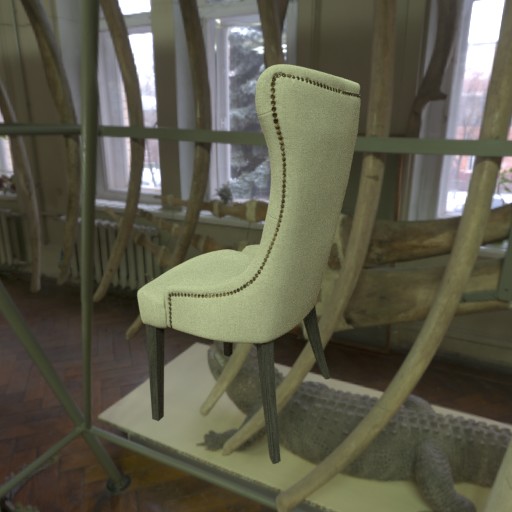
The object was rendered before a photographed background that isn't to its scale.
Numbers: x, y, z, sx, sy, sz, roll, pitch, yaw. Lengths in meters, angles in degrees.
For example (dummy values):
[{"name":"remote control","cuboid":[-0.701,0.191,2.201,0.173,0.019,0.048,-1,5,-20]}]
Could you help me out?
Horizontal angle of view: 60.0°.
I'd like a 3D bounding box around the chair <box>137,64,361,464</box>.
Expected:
[{"name":"chair","cuboid":[0.000,0.000,1.422,0.590,1.065,0.584,8,18,25]}]
